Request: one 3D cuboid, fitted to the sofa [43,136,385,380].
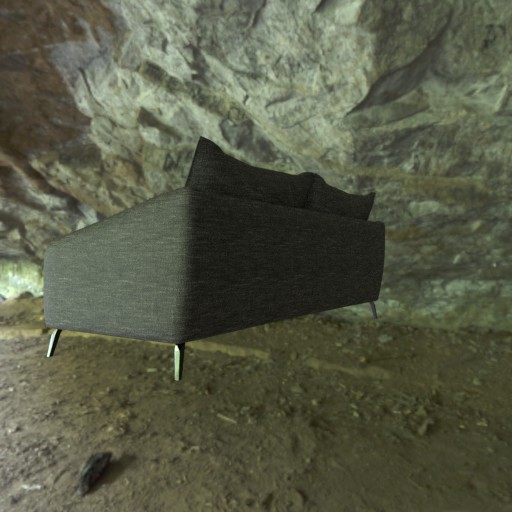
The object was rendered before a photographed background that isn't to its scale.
[{"bbox_3d":[0.000,0.000,2.447,0.807,0.843,2.019,0,0,36],"label":"sofa"}]
